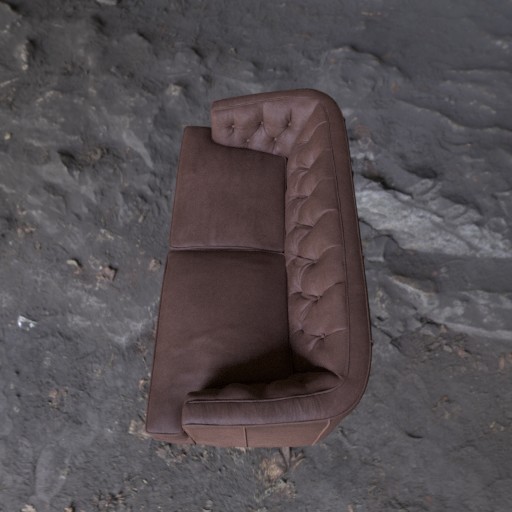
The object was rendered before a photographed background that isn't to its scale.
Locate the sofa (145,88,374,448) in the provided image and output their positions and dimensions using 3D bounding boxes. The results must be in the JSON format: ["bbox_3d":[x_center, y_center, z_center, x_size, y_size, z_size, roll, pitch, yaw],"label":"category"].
[{"bbox_3d":[0.000,0.000,2.264,0.917,0.799,1.767,1,59,0],"label":"sofa"}]
